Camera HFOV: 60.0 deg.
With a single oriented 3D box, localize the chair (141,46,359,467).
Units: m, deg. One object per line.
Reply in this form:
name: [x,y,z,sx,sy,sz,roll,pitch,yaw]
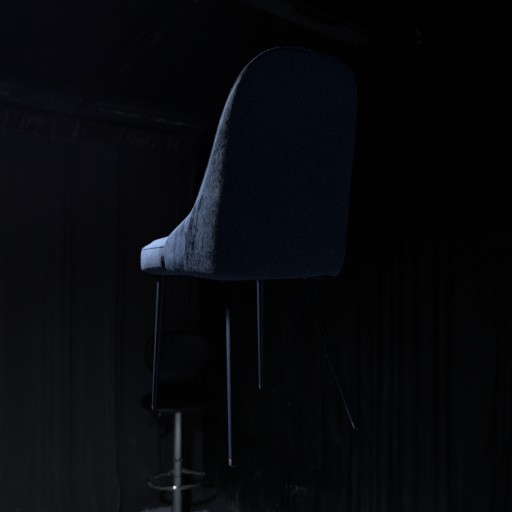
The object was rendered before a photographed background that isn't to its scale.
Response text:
chair: [0.000,0.000,1.214,0.478,0.896,0.559,0,-1,-34]
